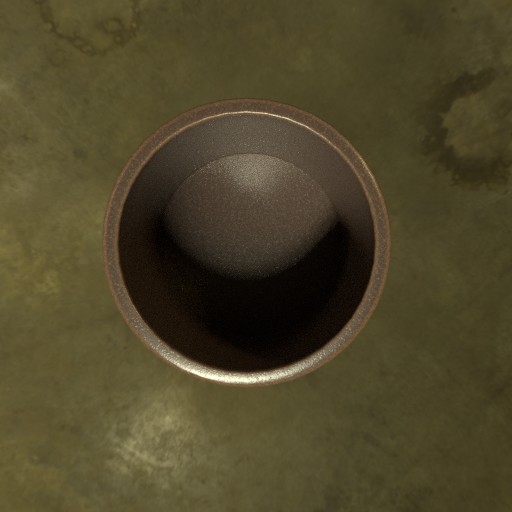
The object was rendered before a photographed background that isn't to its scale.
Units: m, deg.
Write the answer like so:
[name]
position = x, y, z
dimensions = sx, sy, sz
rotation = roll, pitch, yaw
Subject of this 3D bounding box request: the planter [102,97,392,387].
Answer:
[planter]
position = 0.000, 0.000, 0.529
dimensions = 0.250, 0.353, 0.260
rotation = 0, 91, 0
